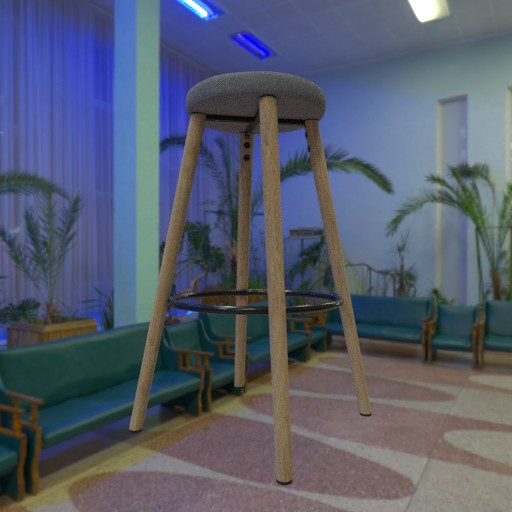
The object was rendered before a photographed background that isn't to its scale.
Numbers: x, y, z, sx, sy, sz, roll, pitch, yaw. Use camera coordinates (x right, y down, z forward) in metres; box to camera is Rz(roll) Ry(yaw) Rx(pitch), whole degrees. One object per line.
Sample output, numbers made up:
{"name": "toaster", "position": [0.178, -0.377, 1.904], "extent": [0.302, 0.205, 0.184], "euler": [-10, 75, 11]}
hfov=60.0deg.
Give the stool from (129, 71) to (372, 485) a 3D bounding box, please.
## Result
{"name": "stool", "position": [0.000, 0.000, 1.024], "extent": [0.410, 0.770, 0.410], "euler": [0, 0, 35]}
